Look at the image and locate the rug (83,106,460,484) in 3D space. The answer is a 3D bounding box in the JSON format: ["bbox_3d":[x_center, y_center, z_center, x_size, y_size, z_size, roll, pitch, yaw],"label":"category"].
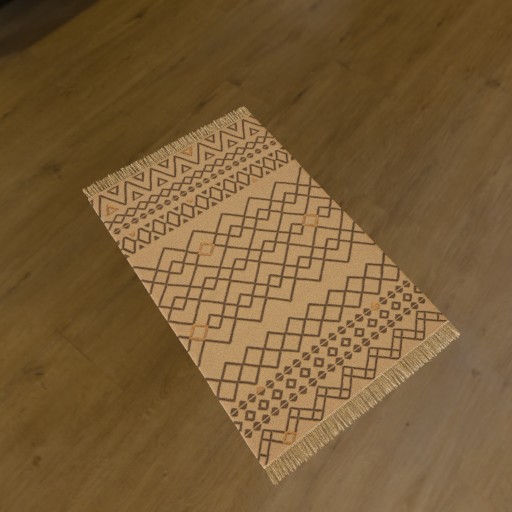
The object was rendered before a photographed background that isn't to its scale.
[{"bbox_3d":[0.000,0.000,2.539,1.224,0.028,2.023,-32,67,-15],"label":"rug"}]
